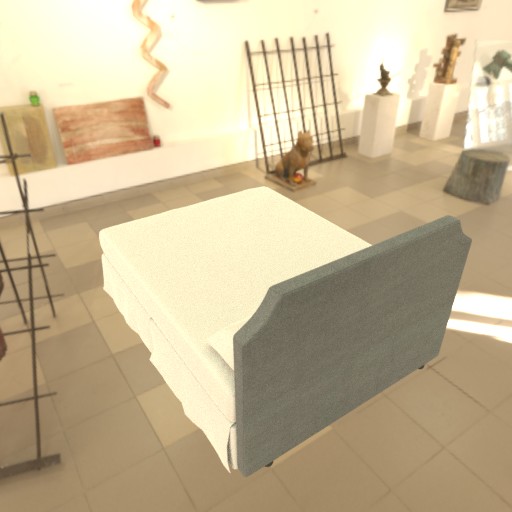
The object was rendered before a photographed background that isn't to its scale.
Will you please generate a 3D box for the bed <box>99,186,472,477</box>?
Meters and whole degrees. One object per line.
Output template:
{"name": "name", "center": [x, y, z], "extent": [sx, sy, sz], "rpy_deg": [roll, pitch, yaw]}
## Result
{"name": "bed", "center": [0.000, 0.000, 3.600], "extent": [1.977, 1.306, 2.464], "rpy_deg": [-20, 37, -29]}
